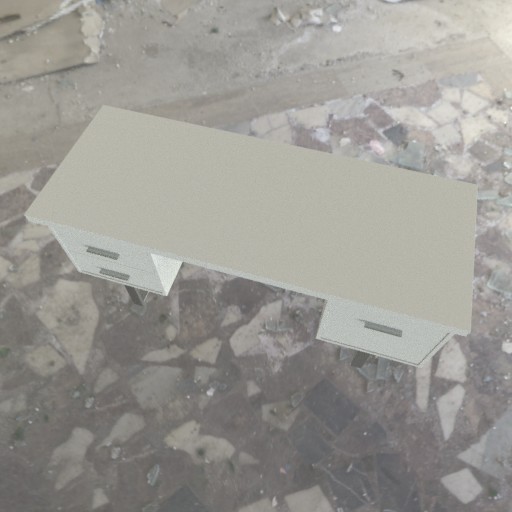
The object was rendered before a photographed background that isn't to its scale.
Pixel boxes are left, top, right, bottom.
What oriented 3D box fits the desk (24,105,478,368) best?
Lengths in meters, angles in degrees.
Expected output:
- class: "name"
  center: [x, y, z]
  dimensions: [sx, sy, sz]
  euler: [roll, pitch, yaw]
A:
- class: "desk"
  center: [0.000, 0.000, 1.925]
  dimensions: [1.530, 0.773, 0.603]
  euler: [14, 59, 9]
